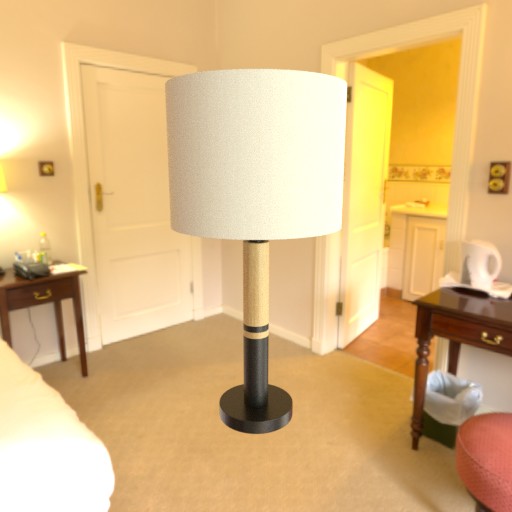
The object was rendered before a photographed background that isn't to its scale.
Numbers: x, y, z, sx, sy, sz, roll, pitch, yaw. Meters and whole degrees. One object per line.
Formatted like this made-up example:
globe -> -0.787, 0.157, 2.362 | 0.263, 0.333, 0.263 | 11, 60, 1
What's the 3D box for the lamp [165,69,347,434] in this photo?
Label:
lamp -> 0.000, 0.000, 0.818 | 0.305, 0.640, 0.305 | 2, 12, 9
